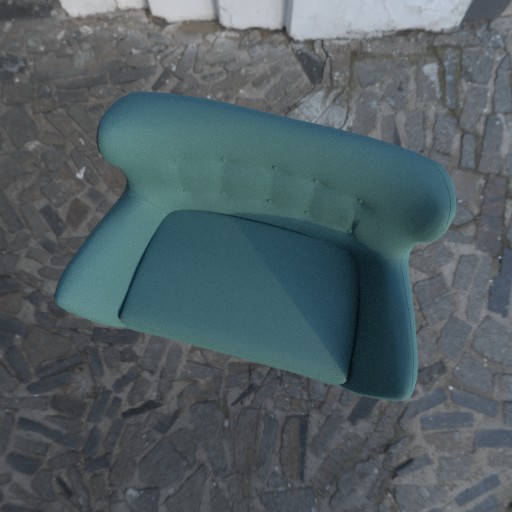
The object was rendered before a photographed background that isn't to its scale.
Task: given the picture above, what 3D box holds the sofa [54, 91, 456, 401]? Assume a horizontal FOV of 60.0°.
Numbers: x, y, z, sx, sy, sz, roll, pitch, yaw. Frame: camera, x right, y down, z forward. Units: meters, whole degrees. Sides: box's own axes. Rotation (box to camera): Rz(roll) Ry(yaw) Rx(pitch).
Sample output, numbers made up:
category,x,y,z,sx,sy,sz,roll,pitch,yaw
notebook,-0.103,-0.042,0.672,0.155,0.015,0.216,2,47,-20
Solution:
category,x,y,z,sx,sy,sz,roll,pitch,yaw
sofa,0.000,0.000,1.903,1.397,0.889,0.889,14,75,4
